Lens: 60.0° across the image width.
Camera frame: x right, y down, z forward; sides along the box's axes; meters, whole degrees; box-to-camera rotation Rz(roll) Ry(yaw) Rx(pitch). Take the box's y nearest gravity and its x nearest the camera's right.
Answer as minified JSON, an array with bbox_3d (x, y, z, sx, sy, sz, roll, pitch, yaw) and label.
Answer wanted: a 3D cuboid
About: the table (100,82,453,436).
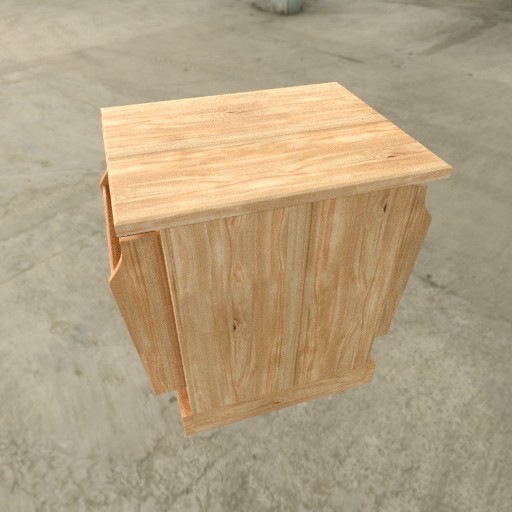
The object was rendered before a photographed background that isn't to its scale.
[{"bbox_3d":[0.000,0.000,0.880,0.530,0.515,0.380,-11,41,-13],"label":"table"}]
